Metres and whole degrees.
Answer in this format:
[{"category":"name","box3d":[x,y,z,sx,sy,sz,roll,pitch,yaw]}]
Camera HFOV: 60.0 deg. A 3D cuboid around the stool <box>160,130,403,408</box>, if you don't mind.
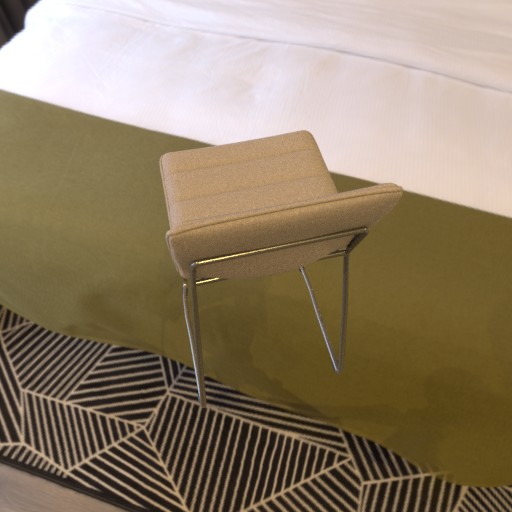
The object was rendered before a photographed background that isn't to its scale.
[{"category":"stool","box3d":[0.000,0.000,1.200,0.490,0.960,0.490,-11,58,-7]}]
